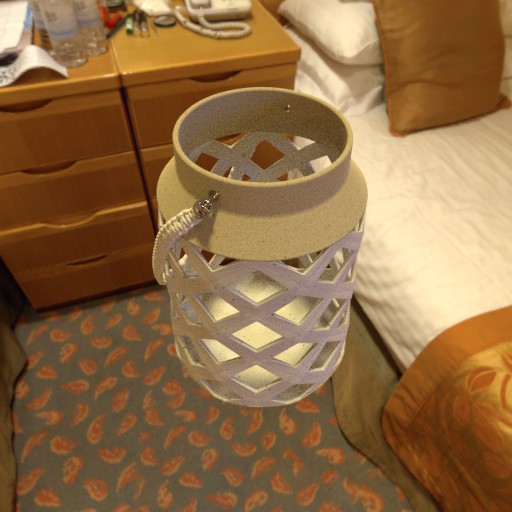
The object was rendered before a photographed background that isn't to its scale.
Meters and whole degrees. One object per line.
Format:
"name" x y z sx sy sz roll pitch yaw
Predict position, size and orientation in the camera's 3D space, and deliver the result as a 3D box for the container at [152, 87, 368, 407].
"container" 0.000 0.000 0.406 0.198 0.264 0.188 19 50 17
